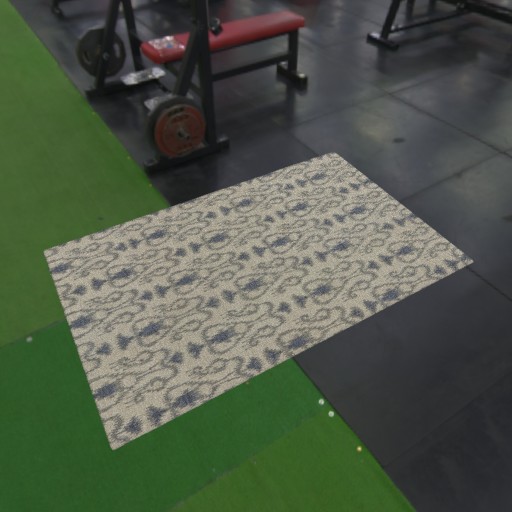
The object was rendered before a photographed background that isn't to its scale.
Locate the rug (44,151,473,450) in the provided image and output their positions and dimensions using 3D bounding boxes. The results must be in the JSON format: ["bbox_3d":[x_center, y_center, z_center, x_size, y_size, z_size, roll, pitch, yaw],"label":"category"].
[{"bbox_3d":[0.000,0.000,2.001,1.652,0.006,1.035,-22,50,-21],"label":"rug"}]
